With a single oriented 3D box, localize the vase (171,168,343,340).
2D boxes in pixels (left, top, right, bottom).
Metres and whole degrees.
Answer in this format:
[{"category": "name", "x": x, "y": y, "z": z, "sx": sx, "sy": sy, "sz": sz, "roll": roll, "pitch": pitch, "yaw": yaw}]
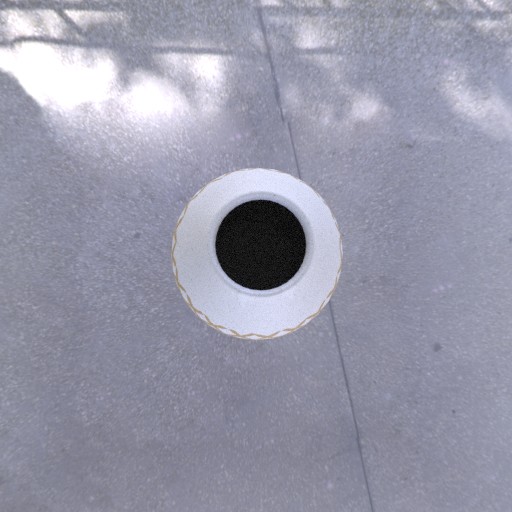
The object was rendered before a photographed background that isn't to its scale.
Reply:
[{"category": "vase", "x": 0.000, "y": 0.000, "z": 0.496, "sx": 0.186, "sy": 0.380, "sz": 0.186, "roll": 0, "pitch": 87, "yaw": -1}]
